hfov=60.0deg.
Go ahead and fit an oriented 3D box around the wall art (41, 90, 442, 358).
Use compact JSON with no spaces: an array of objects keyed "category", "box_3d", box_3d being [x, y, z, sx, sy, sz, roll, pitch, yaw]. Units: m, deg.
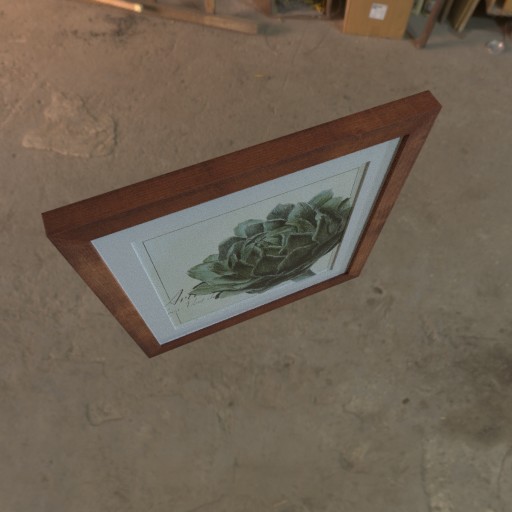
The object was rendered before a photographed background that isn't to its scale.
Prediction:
[{"category":"wall art","box_3d":[0.000,0.000,0.837,0.554,0.572,0.037,-20,64,-10]}]
